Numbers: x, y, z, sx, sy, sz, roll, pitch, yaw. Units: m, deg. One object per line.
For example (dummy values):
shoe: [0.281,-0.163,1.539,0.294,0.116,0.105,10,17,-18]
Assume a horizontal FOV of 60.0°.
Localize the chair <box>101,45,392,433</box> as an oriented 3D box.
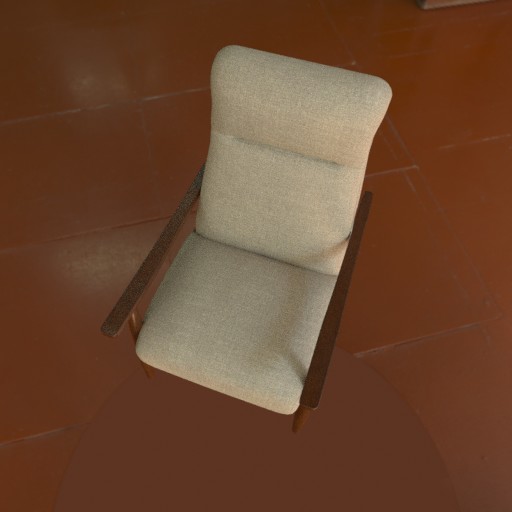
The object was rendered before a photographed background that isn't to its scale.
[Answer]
chair: [0.000,0.000,1.741,0.762,1.082,1.014,17,61,10]
